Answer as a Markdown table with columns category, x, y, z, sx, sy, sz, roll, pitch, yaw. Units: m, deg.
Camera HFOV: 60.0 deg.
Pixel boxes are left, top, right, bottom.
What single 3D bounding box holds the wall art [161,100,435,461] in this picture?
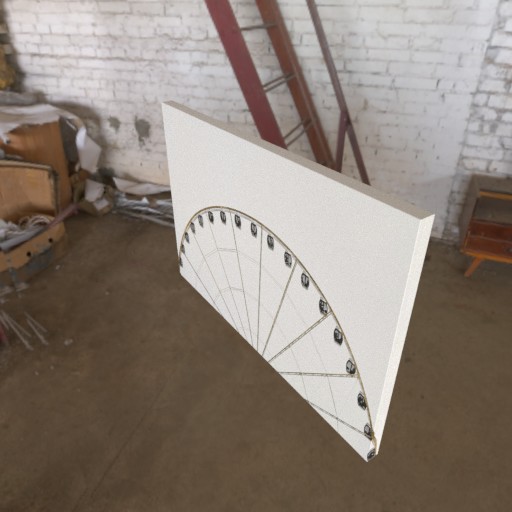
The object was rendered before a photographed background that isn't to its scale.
| category | x | y | z | sx | sy | sz | roll | pitch | yaw |
| --- | --- | --- | --- | --- | --- | --- | --- | --- | --- |
| wall art | 0.000 | 0.000 | 1.137 | 0.038 | 0.601 | 0.898 | -21 | 38 | -29 |
